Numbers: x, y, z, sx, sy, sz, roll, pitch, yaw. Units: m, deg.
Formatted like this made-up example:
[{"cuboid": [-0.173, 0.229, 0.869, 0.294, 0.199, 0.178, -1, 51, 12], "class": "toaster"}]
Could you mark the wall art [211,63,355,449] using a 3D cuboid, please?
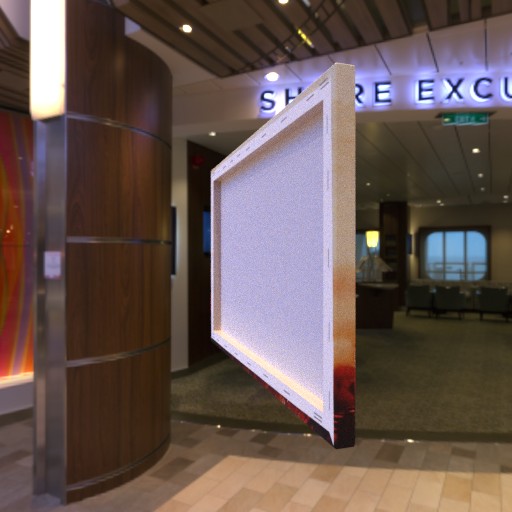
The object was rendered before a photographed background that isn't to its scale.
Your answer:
[{"cuboid": [0.000, 0.000, 1.130, 0.038, 0.602, 0.918, 0, 0, -18], "class": "wall art"}]
